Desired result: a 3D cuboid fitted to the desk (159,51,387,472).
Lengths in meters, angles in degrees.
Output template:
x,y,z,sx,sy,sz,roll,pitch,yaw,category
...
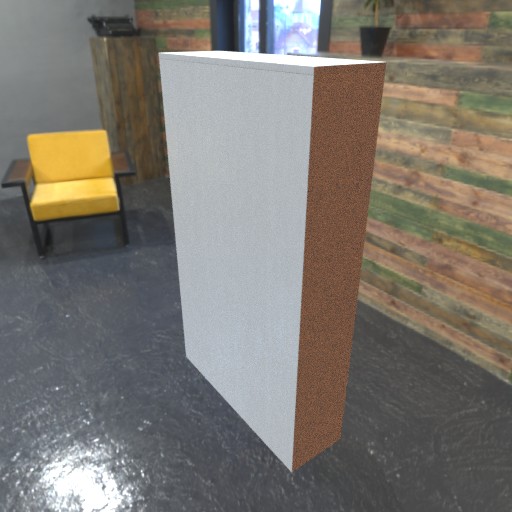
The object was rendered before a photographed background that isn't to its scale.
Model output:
x,y,z,sx,sy,sz,roll,pitch,yaw,category
0.000,0.000,1.558,0.250,1.280,0.750,-19,32,-32,desk
